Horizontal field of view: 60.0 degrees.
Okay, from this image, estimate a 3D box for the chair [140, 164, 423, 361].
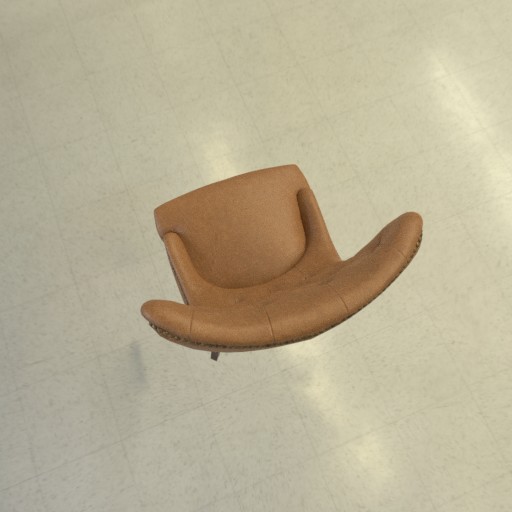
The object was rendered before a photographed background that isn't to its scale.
[{"bbox_3d":[0.000,0.000,1.428,0.611,1.065,0.669,-19,74,-6],"label":"chair"}]
